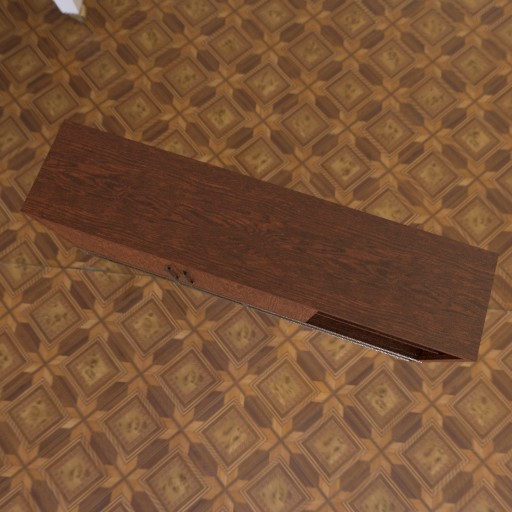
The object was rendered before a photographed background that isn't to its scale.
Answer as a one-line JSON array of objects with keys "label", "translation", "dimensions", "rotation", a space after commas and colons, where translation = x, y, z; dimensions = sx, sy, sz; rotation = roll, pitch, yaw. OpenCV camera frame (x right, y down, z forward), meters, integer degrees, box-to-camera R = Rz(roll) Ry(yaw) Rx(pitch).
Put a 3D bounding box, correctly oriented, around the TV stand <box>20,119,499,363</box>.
[{"label": "TV stand", "translation": [0.000, 0.000, 1.734], "dimensions": [1.541, 0.578, 0.382], "rotation": [18, 77, 4]}]
